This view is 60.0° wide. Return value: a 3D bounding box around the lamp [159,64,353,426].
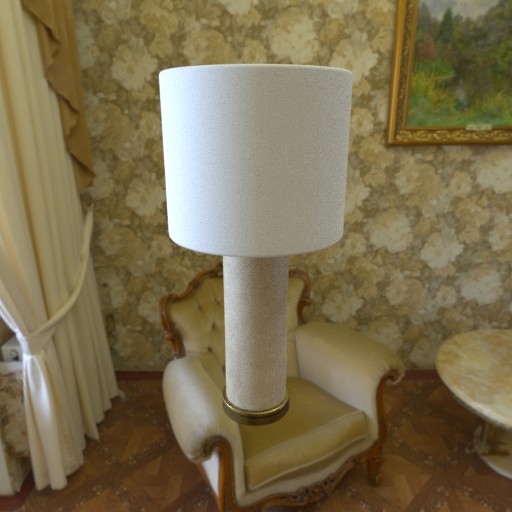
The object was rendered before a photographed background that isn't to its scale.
[{"bbox_3d":[0.000,0.000,0.805,0.305,0.634,0.305,17,25,42],"label":"lamp"}]
